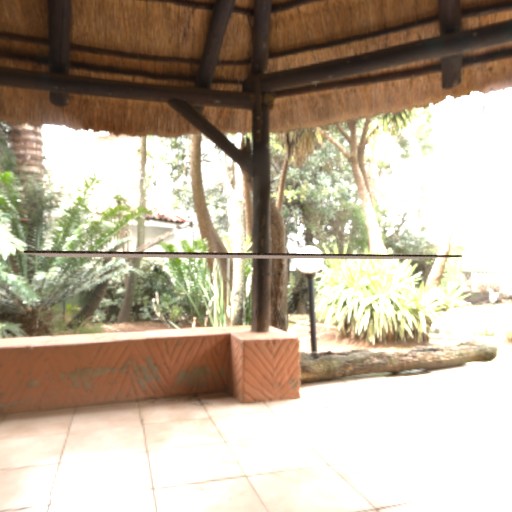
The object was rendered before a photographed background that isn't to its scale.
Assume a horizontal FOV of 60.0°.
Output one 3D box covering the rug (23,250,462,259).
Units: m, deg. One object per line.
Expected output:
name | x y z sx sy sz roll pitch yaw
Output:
rug | 0.000 0.000 2.558 2.305 0.013 0.719 1 -2 -18
